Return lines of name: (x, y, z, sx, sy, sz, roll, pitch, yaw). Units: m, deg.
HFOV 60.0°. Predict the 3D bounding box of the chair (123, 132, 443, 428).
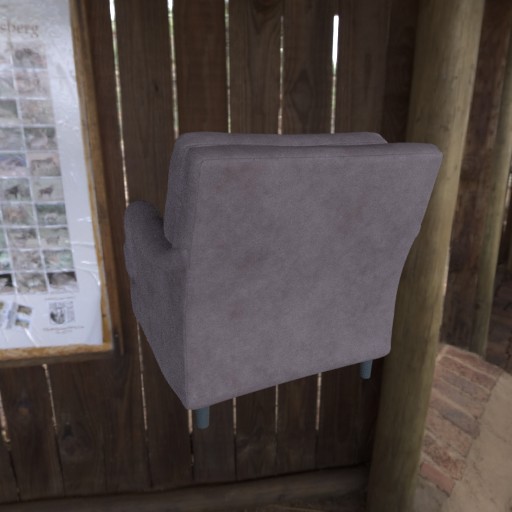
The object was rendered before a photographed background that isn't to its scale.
chair: (0.000, 0.000, 1.849, 0.955, 0.997, 1.070, -8, 17, -26)
